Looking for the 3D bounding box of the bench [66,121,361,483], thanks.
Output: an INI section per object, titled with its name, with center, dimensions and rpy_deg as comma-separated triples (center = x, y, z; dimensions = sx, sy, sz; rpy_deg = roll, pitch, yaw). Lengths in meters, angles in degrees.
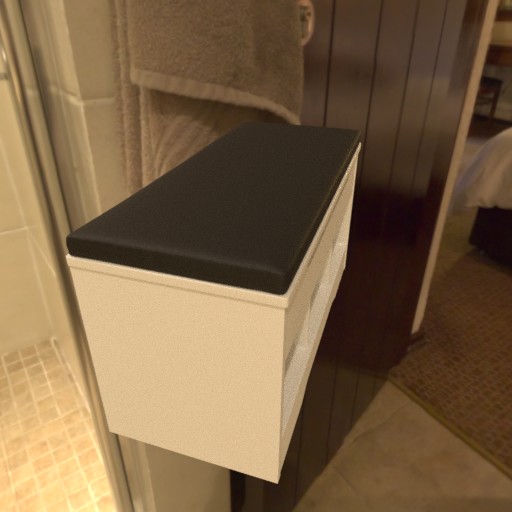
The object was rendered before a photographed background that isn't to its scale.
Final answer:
[bench]
center = 0.000, 0.000, 1.186
dimensions = 0.401, 0.500, 0.899
rpy_deg = 9, 31, 16
